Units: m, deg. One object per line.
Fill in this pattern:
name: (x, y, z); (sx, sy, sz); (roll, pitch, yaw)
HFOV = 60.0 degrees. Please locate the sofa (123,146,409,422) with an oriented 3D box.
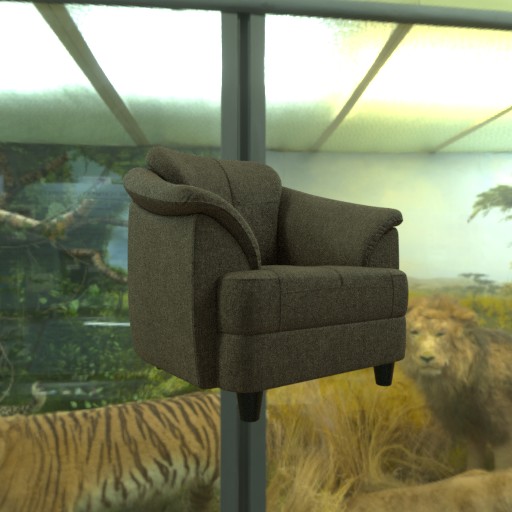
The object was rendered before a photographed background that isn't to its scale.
sofa: (0.000, 0.000, 1.510); (0.870, 0.811, 0.794); (0, -1, -36)
